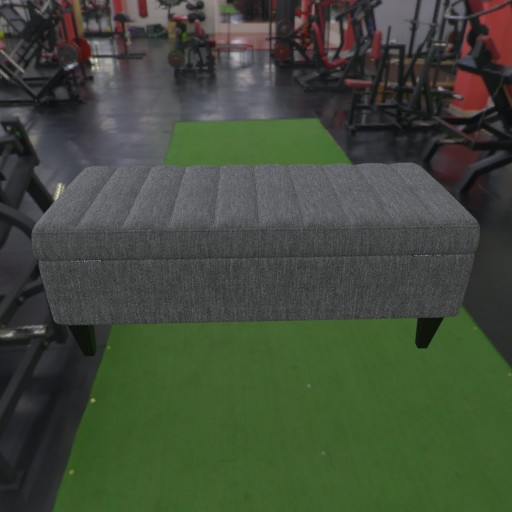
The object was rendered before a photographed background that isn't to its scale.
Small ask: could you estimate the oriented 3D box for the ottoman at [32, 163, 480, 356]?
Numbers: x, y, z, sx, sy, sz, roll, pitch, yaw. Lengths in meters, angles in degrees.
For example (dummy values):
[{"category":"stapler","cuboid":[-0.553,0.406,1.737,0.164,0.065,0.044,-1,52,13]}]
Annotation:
[{"category":"ottoman","cuboid":[0.000,0.000,1.410,1.151,0.469,0.482,-1,31,-2]}]
